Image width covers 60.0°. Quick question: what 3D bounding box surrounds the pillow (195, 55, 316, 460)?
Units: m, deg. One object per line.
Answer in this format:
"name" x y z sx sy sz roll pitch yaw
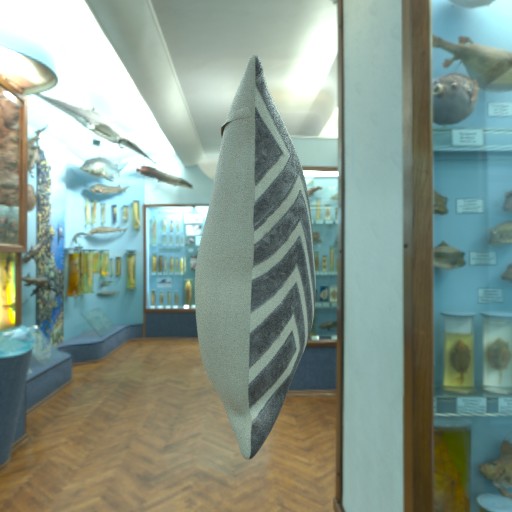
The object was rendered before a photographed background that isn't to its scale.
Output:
"pillow" 0.000 0.000 0.690 0.182 0.441 0.440 0 0 0
